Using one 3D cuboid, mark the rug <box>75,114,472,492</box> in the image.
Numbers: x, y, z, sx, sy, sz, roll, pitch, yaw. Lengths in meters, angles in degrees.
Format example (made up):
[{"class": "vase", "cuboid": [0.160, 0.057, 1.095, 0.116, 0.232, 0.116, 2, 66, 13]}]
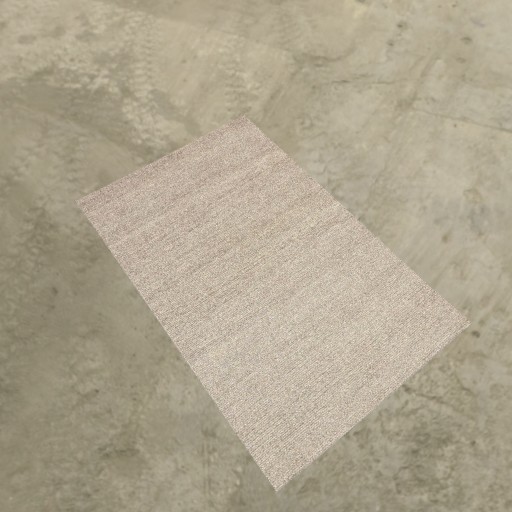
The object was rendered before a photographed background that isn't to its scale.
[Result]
[{"class": "rug", "cuboid": [0.000, 0.000, 2.241, 1.154, 0.021, 1.792, -32, 63, -19]}]
